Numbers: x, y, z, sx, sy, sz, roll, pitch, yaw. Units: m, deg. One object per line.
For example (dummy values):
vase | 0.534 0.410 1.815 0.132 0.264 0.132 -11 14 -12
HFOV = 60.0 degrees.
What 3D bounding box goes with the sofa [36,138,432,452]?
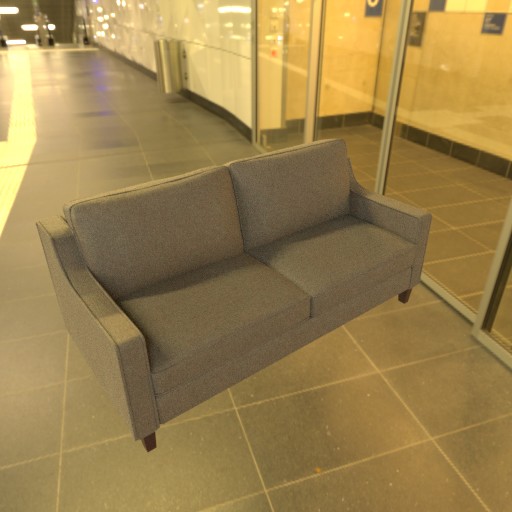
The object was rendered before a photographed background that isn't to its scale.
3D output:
sofa | 0.000 0.000 2.764 2.181 1.074 1.073 -21 35 -32
